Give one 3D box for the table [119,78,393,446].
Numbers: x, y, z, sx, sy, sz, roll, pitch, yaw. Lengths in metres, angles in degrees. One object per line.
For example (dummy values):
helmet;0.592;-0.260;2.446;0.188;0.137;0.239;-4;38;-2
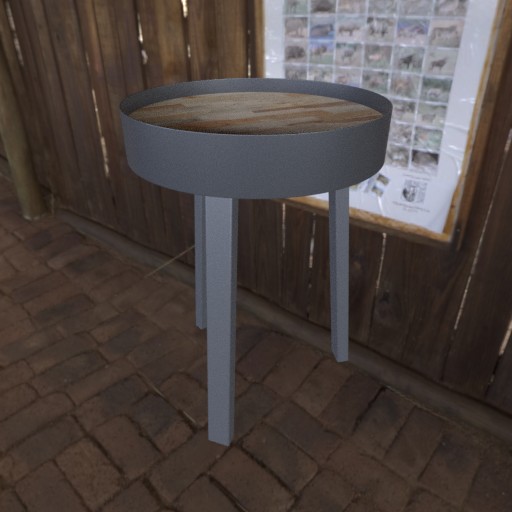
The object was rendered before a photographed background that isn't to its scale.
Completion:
table;0.000;0.000;0.822;0.406;0.559;0.406;0;30;0
